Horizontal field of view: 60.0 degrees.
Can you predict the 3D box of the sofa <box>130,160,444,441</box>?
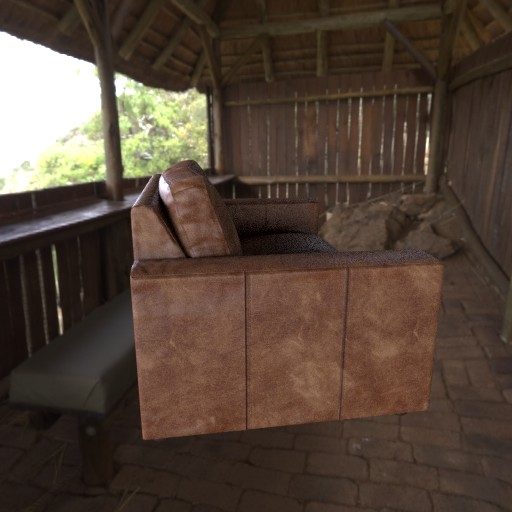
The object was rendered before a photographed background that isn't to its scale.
[{"bbox_3d":[0.000,0.000,2.218,1.041,0.889,1.626,-3,15,-9],"label":"sofa"}]
